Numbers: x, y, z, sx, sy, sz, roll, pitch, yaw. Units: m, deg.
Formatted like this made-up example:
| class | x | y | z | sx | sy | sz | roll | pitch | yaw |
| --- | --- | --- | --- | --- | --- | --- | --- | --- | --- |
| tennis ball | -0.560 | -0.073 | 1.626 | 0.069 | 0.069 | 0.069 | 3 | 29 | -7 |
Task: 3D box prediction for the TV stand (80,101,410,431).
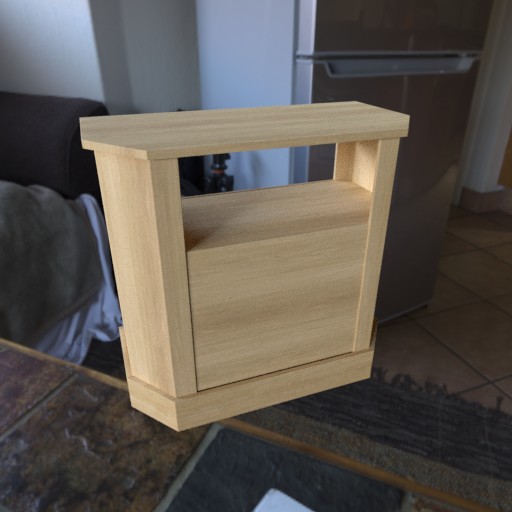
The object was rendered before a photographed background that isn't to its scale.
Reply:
| class | x | y | z | sx | sy | sz | roll | pitch | yaw |
| --- | --- | --- | --- | --- | --- | --- | --- | --- | --- |
| TV stand | 0.000 | 0.000 | 1.321 | 0.851 | 0.781 | 0.425 | -10 | 29 | -18 |
